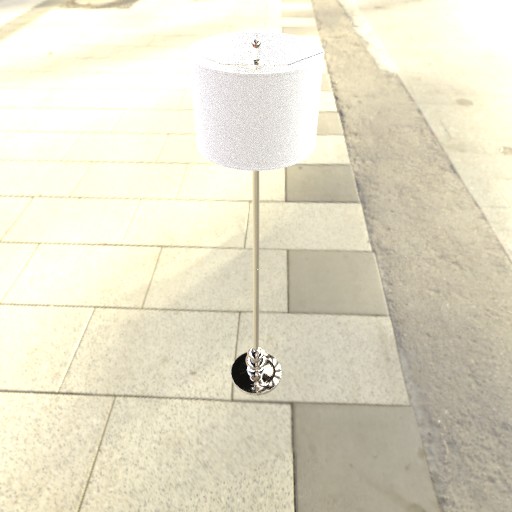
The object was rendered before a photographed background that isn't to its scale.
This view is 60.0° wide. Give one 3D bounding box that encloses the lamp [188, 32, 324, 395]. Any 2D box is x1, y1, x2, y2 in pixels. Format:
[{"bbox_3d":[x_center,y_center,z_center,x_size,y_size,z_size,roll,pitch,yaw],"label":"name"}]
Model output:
[{"bbox_3d":[0.000,0.000,1.637,0.356,1.487,0.356,0,41,0],"label":"lamp"}]
